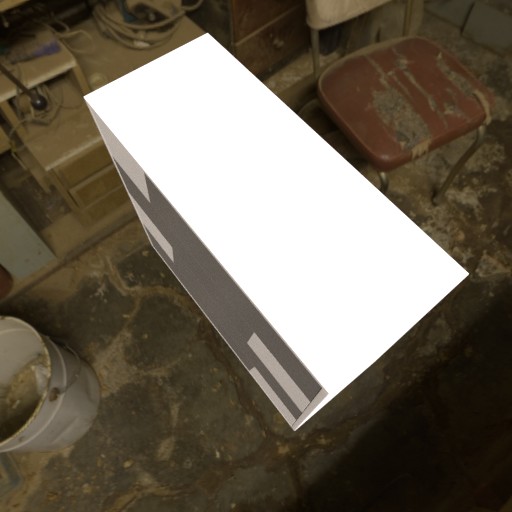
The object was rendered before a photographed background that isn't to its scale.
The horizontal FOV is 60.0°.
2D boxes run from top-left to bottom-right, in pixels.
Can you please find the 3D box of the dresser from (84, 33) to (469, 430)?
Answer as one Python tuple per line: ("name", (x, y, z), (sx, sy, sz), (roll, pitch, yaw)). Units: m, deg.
("dresser", (0.000, 0.000, 1.657), (0.460, 1.000, 1.100), (-35, 69, -16))
